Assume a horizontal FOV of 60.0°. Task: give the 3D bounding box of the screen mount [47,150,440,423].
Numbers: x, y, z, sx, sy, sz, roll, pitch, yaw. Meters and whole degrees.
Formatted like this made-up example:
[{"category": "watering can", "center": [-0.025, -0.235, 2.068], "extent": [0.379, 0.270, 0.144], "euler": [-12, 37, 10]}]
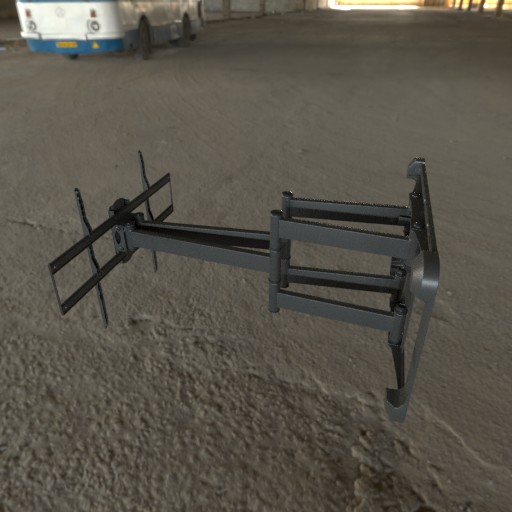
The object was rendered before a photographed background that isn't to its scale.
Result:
[{"category": "screen mount", "center": [0.000, 0.000, 1.333], "extent": [0.905, 0.483, 0.725], "euler": [8, 31, 14]}]
